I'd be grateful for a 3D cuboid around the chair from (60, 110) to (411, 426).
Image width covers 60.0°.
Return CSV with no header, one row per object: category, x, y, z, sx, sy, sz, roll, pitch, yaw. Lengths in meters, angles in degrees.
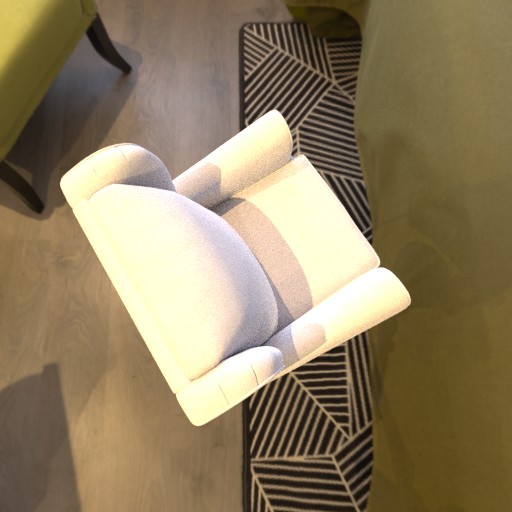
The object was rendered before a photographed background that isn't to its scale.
chair,0.000,0.000,1.663,0.854,0.967,0.906,-31,78,-8
